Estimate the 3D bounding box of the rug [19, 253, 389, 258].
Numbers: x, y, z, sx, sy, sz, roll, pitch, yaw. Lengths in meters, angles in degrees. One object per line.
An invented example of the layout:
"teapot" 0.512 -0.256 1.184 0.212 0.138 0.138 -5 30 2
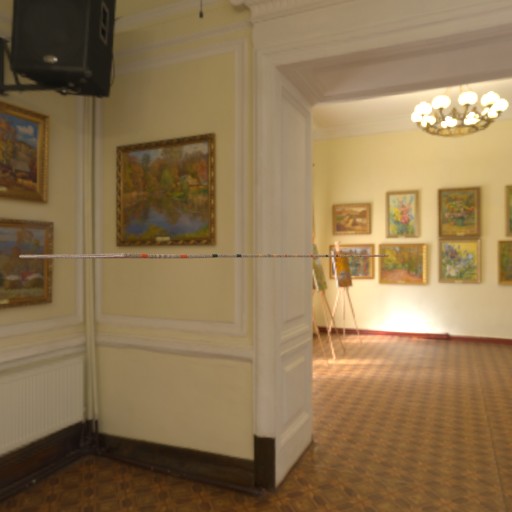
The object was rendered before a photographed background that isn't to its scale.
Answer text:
"rug" 0.000 0.000 2.659 0.744 0.022 2.419 0 0 37
